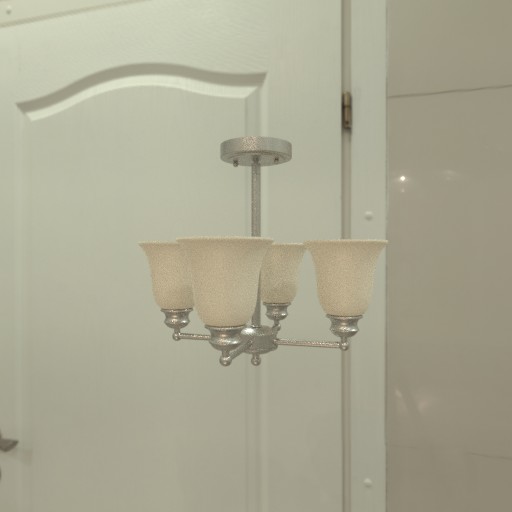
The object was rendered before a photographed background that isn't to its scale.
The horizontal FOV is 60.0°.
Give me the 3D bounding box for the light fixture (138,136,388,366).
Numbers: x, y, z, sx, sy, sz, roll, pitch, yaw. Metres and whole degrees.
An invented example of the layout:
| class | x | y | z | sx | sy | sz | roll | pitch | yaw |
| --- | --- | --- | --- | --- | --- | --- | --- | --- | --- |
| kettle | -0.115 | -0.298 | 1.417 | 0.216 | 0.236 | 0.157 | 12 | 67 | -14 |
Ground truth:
| class | x | y | z | sx | sy | sz | roll | pitch | yaw |
| --- | --- | --- | --- | --- | --- | --- | --- | --- | --- |
| light fixture | 0.000 | 0.000 | 0.746 | 0.427 | 0.370 | 0.427 | 0 | 0 | 16 |
